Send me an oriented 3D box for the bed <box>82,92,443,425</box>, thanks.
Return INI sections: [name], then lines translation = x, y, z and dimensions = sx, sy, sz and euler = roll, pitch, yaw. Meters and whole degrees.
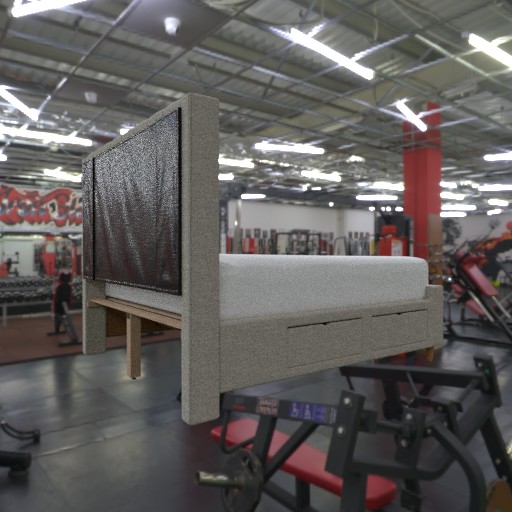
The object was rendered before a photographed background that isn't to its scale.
[bed]
translation = 0.000, 0.000, 3.801
dimensions = 2.372, 1.748, 2.044
euler = 0, 1, -36
